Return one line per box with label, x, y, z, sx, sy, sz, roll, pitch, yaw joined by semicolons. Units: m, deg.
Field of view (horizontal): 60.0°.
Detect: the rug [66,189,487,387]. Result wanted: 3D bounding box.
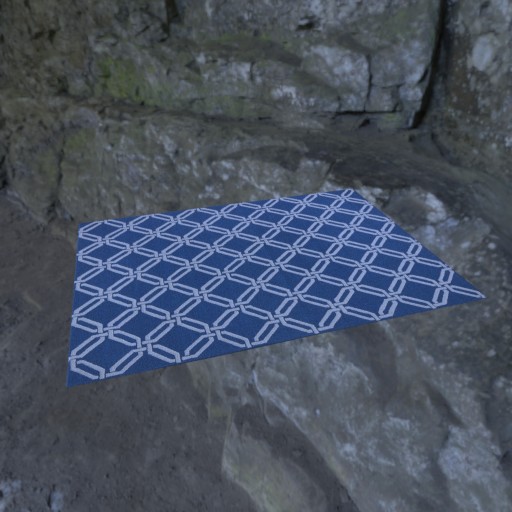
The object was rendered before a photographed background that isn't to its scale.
rug;0.000;0.000;4.311;3.342;0.018;2.432;-9;33;-14
